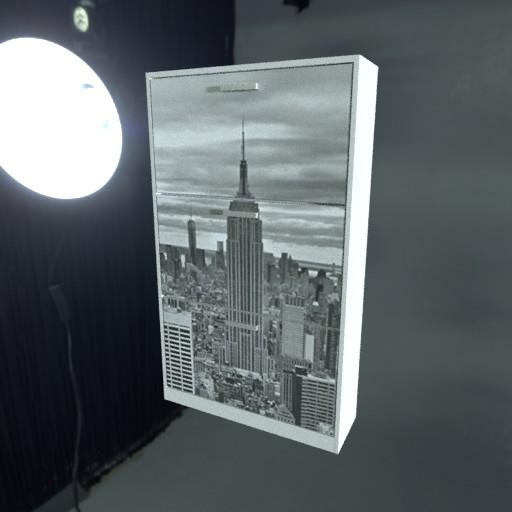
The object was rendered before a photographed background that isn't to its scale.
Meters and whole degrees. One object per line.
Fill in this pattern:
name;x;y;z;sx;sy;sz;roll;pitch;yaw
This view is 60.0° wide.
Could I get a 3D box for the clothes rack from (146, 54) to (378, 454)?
clothes rack;0.000;0.000;1.635;0.750;1.280;0.250;7;16;26
